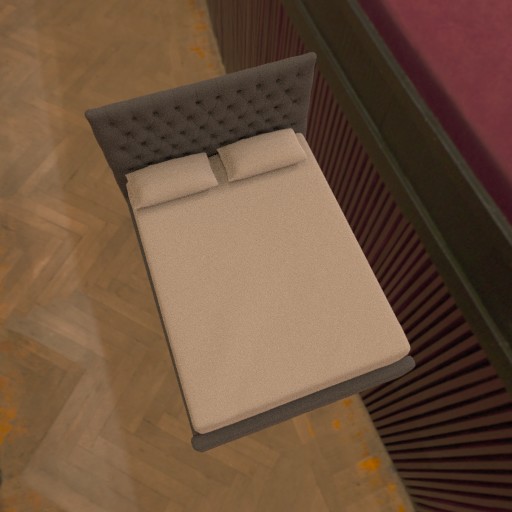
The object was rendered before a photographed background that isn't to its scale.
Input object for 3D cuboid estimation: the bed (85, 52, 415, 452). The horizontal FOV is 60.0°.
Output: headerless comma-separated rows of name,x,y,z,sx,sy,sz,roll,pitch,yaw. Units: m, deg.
bed,0.000,0.000,3.296,1.698,1.427,2.231,-18,66,-8
